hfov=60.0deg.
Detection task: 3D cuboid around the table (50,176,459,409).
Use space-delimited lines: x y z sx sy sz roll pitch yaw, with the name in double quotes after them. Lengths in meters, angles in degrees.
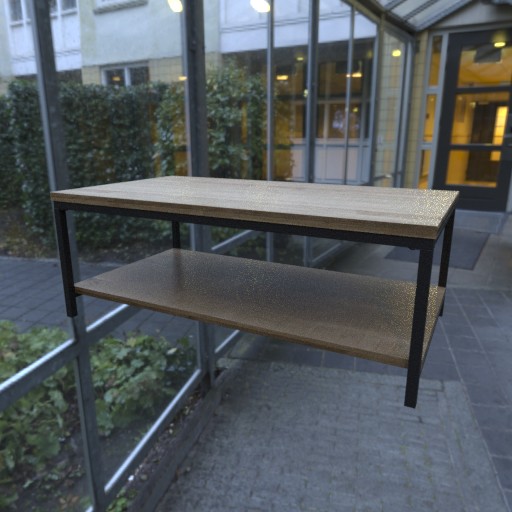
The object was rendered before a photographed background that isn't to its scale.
0.000 0.000 1.359 1.062 0.393 0.574 8 17 26 "table"
